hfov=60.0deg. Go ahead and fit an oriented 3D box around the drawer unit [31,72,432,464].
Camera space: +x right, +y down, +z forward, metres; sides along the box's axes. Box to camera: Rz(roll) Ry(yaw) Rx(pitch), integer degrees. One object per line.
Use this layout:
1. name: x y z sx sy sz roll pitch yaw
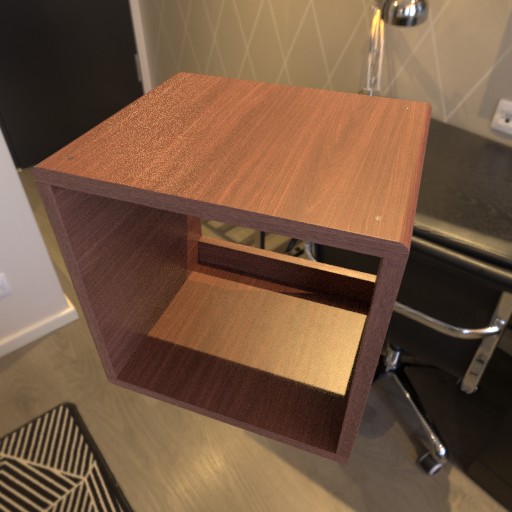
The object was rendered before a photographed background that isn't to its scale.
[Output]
1. drawer unit: 0.000 0.000 0.588 0.349 0.351 0.290 13 42 15
